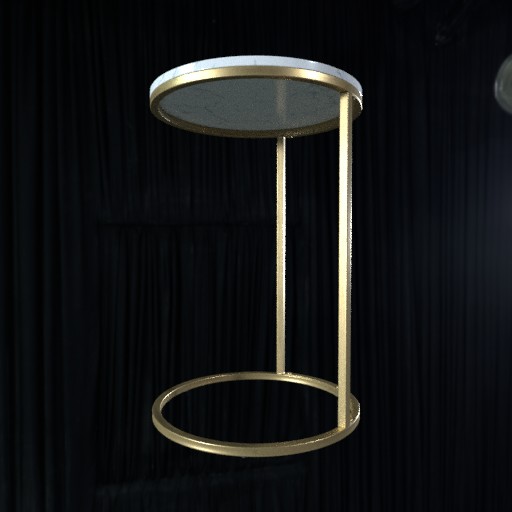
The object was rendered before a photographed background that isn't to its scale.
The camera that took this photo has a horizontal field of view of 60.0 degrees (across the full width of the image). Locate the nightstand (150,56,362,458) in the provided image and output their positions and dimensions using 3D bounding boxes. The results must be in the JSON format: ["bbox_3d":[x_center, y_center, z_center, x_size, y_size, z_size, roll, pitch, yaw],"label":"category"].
[{"bbox_3d":[0.000,0.000,0.870,0.400,0.610,0.400,-1,2,-17],"label":"nightstand"}]
